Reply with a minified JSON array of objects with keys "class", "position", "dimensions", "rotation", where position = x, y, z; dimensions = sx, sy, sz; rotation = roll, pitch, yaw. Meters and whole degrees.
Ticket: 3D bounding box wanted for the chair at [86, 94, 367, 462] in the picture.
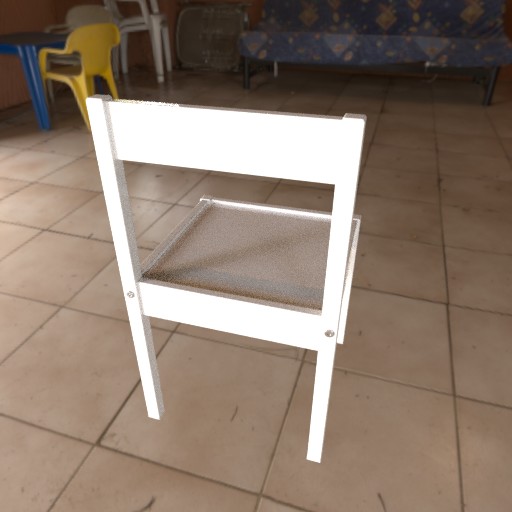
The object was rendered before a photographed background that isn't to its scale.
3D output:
[{"class":"chair","position":[0.000,0.000,0.671],"dimensions":[0.285,0.505,0.285],"rotation":[9,34,14]}]
